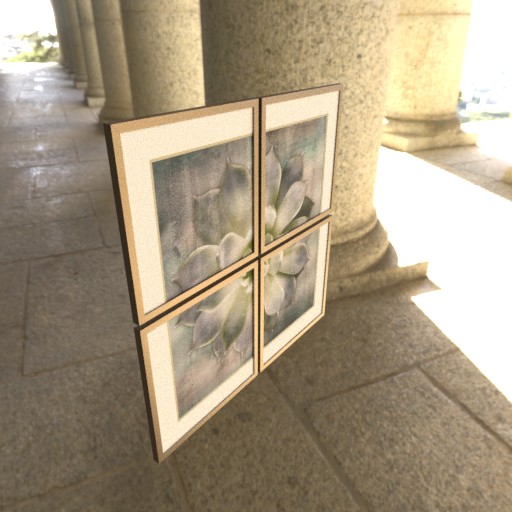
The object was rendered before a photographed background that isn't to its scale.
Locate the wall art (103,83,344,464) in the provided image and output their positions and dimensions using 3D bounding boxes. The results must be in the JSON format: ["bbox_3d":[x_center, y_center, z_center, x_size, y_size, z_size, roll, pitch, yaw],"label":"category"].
[{"bbox_3d":[0.000,0.000,1.522,0.030,1.032,1.032,19,32,33],"label":"wall art"}]
